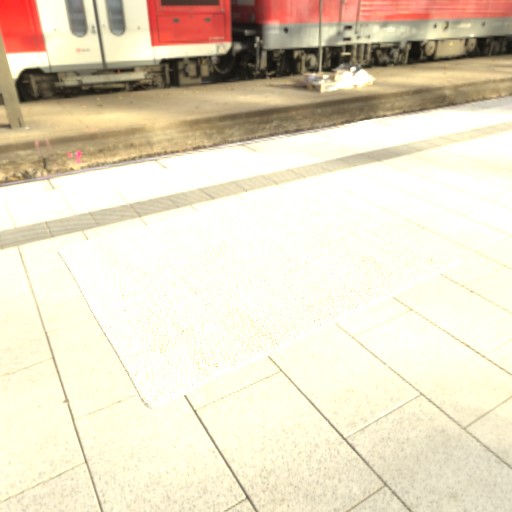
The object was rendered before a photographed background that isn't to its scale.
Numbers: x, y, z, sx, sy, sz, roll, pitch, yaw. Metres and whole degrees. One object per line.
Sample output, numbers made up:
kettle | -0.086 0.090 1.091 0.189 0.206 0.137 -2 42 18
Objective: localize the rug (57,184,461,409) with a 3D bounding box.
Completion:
rug | 0.000 0.000 2.171 1.600 0.027 1.200 -19 35 -29
